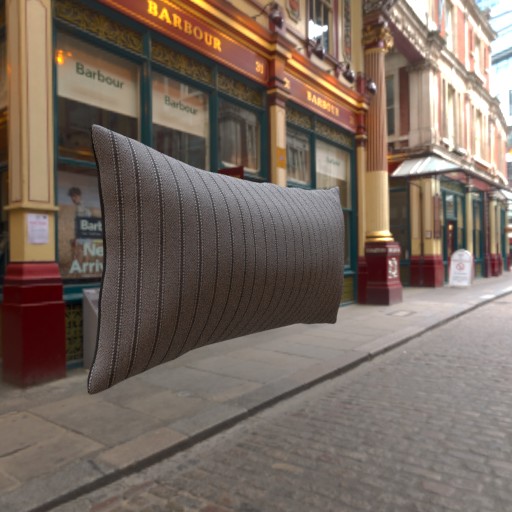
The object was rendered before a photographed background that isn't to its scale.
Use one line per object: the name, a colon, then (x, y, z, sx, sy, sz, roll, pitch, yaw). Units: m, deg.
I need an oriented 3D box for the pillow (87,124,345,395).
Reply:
pillow: (0.000, 0.000, 0.724, 0.151, 0.305, 0.609, 0, 0, 36)
